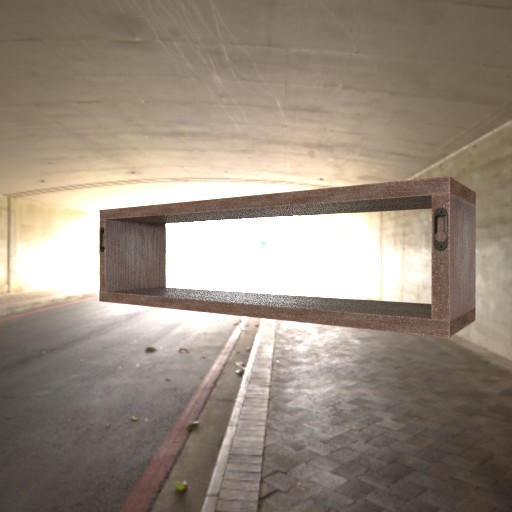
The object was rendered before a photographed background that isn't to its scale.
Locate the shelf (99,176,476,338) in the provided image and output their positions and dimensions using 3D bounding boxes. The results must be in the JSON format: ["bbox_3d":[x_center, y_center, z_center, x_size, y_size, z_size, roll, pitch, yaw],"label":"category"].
[{"bbox_3d":[0.000,0.000,0.705,0.610,0.170,0.150,0,0,36],"label":"shelf"}]
